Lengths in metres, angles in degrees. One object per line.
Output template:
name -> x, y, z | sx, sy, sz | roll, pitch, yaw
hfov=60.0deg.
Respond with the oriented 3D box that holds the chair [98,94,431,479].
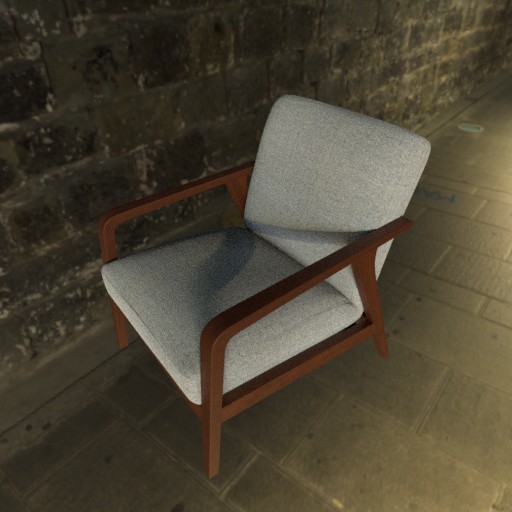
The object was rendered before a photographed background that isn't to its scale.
chair -> 0.000, 0.000, 1.458 | 0.858, 0.847, 0.704 | -22, 40, -30
